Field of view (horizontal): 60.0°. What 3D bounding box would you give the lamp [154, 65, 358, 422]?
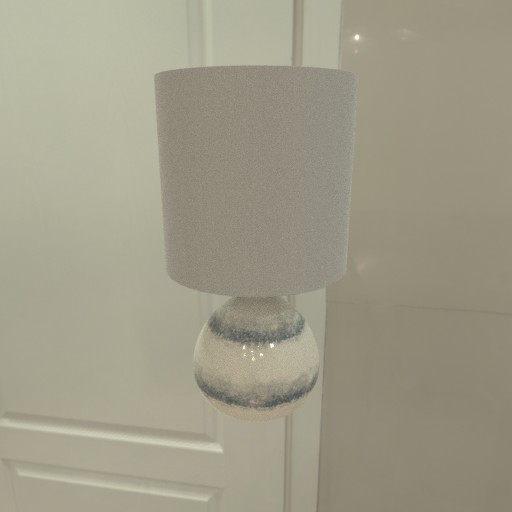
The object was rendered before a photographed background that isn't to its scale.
[{"bbox_3d":[0.000,0.000,0.538,0.216,0.404,0.216,3,17,9],"label":"lamp"}]
